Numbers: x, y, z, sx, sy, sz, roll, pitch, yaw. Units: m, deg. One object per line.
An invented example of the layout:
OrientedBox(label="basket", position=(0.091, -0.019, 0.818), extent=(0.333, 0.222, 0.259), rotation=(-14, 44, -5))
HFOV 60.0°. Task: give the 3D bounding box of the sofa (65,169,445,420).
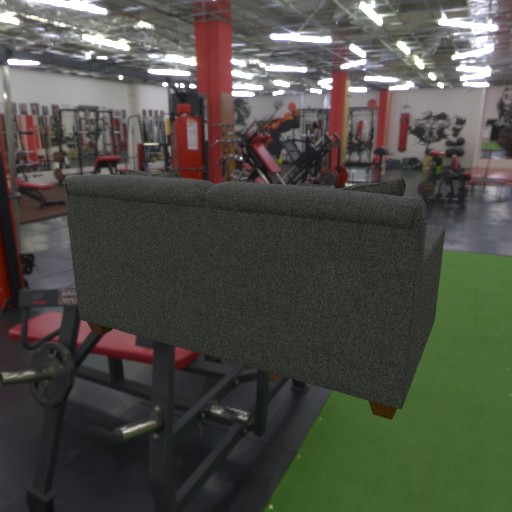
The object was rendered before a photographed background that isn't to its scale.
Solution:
OrientedBox(label="sofa", position=(0.000, 0.000, 2.466), extent=(1.846, 0.958, 0.998), rotation=(8, 18, 27))
